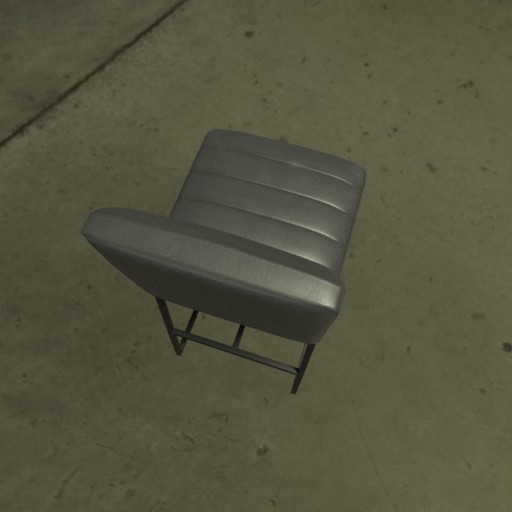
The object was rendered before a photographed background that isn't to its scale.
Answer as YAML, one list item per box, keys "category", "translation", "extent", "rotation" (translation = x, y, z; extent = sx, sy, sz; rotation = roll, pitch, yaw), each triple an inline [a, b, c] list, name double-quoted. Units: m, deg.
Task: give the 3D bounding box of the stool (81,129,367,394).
- category: "stool"
  translation: [0.000, 0.000, 1.219]
  extent: [0.457, 0.938, 0.552]
  rotation: [16, 64, 8]
